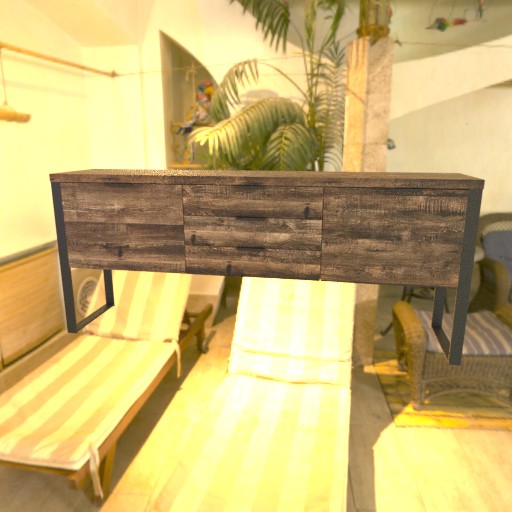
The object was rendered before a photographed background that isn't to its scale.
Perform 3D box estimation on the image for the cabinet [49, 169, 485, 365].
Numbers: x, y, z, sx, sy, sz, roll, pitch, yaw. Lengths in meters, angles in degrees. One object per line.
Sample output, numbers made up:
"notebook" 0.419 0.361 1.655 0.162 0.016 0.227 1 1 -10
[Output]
"cabinet" 0.000 0.000 2.077 1.800 0.762 0.395 3 15 10
